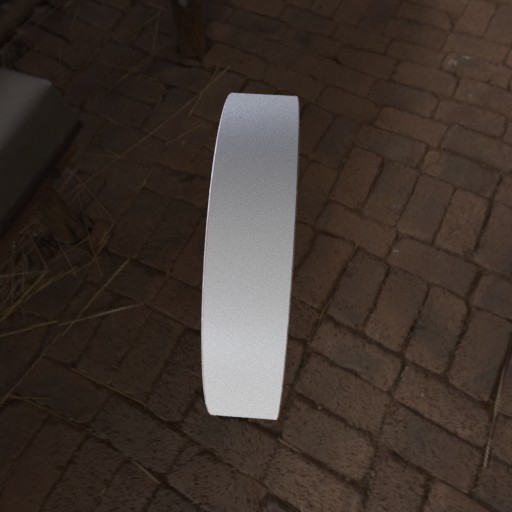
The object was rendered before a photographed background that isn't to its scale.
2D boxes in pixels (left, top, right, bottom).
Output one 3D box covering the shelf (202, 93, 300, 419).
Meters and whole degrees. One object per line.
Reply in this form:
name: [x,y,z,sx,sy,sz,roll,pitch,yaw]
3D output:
shelf: [0.000,0.000,1.177,0.158,0.807,0.806,4,65,2]
